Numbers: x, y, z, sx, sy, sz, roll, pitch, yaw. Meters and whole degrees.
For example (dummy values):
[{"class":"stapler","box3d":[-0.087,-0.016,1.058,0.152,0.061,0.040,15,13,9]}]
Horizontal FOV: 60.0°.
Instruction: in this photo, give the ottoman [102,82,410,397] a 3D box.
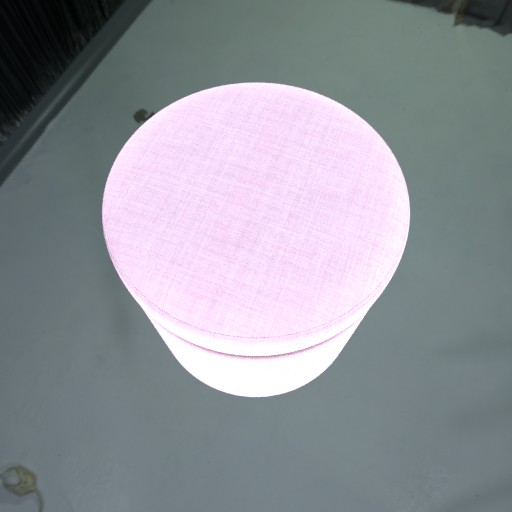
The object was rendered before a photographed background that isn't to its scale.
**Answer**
[{"class":"ottoman","box3d":[0.000,0.000,0.738,0.400,0.406,0.400,0,63,0]}]
